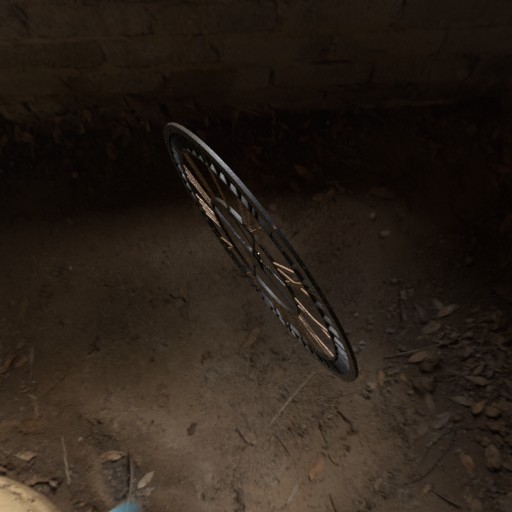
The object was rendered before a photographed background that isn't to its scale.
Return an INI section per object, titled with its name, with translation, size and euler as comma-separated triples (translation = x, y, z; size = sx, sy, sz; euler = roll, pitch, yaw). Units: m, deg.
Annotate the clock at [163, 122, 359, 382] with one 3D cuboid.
[clock]
translation = 0.000, 0.000, 1.250
size = 0.025, 0.843, 0.843
euler = -36, 77, -9
